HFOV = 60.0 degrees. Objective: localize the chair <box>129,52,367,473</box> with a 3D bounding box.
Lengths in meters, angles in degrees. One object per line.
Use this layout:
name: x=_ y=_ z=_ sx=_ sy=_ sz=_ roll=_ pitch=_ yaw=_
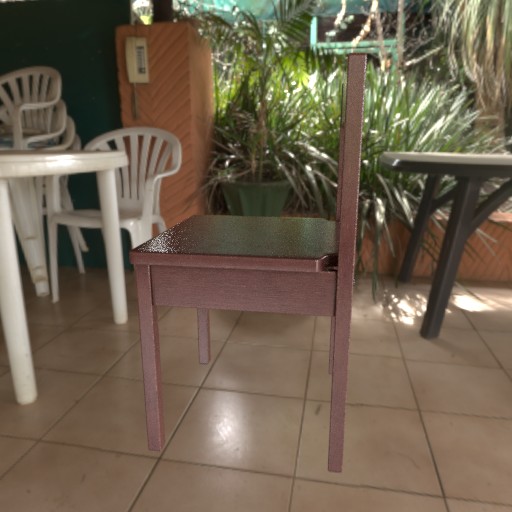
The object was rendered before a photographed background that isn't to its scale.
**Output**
chair: x=0.000 y=0.000 z=0.871 sx=0.361 sy=0.668 sz=0.367 roll=2 pitch=15 yaw=9
